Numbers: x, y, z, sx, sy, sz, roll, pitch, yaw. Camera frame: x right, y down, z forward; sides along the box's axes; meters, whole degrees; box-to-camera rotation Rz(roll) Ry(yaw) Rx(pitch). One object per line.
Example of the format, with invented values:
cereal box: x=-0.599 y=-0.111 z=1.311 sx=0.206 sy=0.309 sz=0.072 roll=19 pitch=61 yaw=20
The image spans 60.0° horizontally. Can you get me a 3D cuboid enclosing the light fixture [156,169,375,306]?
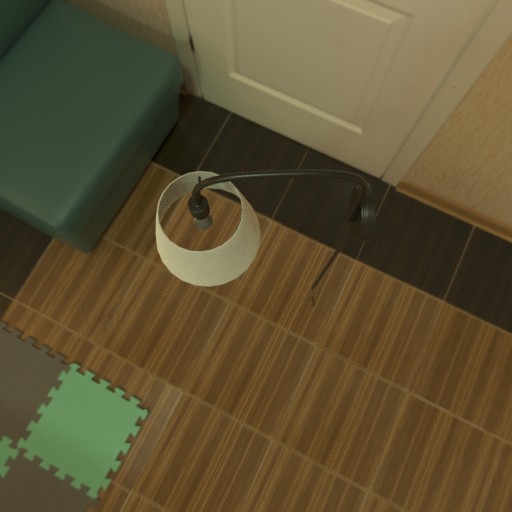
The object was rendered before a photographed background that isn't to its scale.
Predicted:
light fixture: x=0.000 y=0.000 z=0.467 sx=0.176 sy=0.399 sz=0.092 roll=-2 pitch=75 yaw=-1
